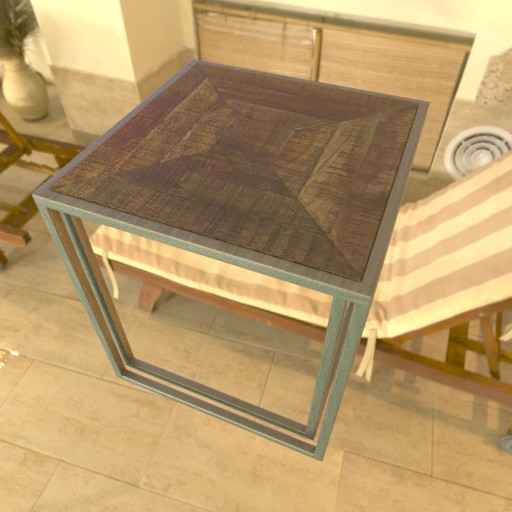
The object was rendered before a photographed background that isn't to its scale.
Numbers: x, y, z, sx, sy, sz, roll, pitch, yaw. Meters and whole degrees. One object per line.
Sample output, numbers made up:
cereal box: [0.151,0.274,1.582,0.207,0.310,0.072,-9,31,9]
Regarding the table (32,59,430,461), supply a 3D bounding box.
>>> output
table: [0.000,0.000,0.840,0.449,0.500,0.450,17,49,15]
